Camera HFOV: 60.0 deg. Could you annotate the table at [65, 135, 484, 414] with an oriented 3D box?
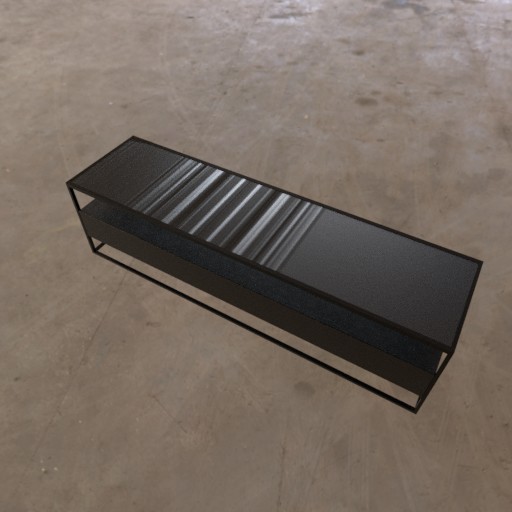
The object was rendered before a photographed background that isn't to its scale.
[{"bbox_3d":[0.000,0.000,1.726,1.486,0.395,0.399,23,51,20],"label":"table"}]
